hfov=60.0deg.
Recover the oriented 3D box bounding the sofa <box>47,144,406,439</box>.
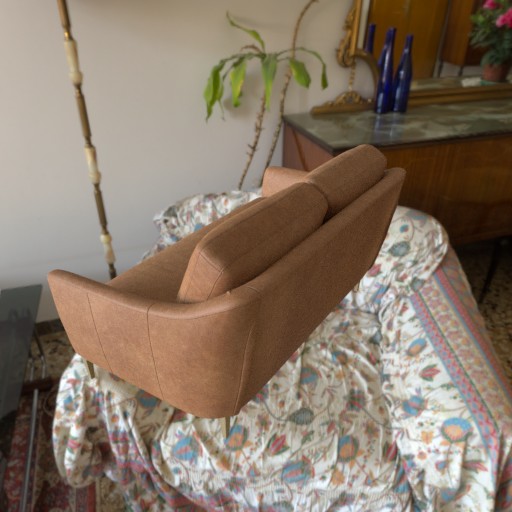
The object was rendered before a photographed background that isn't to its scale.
[{"bbox_3d":[0.000,0.000,2.180,0.960,0.902,1.619,20,36,30],"label":"sofa"}]
